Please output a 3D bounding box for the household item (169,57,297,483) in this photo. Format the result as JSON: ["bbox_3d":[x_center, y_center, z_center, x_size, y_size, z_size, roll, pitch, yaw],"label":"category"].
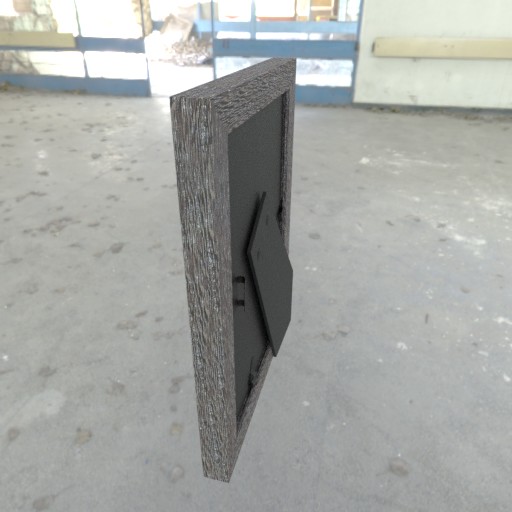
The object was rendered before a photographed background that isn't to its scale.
[{"bbox_3d":[0.000,0.000,0.272,0.020,0.210,0.160,7,30,13],"label":"household item"}]
